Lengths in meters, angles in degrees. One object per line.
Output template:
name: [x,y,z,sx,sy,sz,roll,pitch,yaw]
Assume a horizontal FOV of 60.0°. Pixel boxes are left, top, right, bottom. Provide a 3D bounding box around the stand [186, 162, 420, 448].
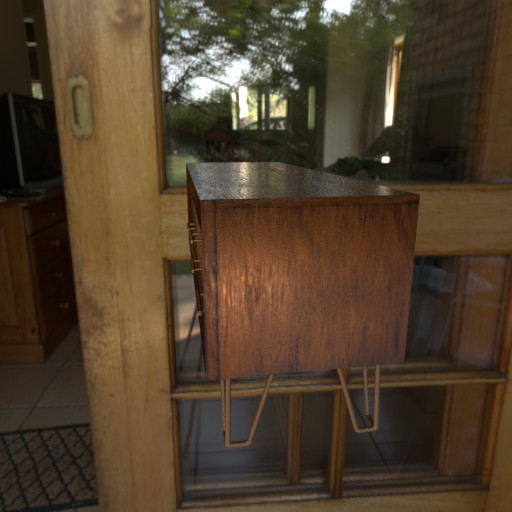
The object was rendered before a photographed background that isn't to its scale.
stand: [0.000,0.000,1.643,0.481,0.610,1.372,-3,15,-10]
